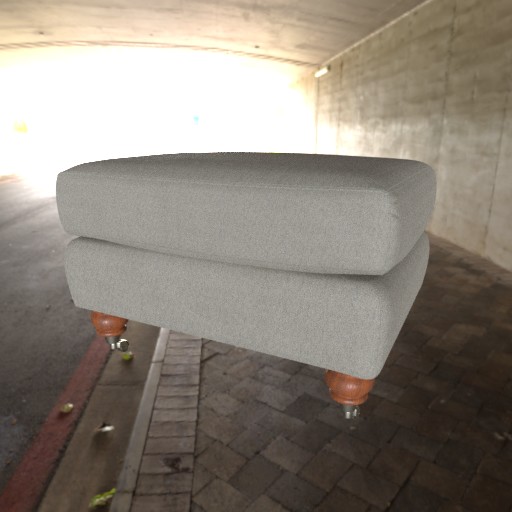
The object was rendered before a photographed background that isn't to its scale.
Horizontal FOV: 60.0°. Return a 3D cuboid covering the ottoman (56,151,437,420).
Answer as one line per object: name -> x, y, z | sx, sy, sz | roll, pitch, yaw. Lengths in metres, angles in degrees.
ottoman -> 0.000, 0.000, 1.109 | 0.773, 0.504, 0.569 | 8, 18, 26
